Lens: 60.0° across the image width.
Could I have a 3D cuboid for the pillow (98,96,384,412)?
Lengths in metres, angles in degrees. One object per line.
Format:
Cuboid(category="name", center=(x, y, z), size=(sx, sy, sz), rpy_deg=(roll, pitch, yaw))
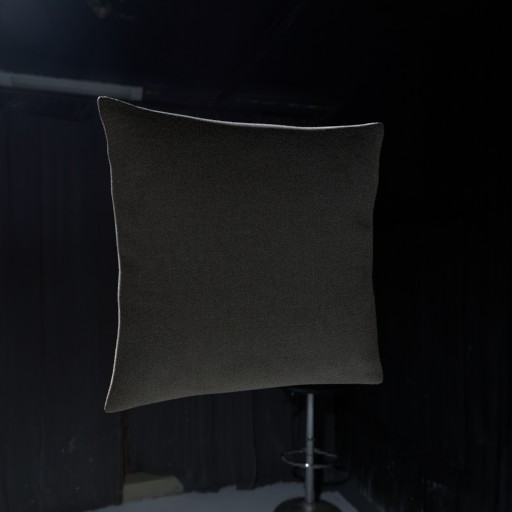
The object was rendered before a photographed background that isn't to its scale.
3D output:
Cuboid(category="pillow", center=(0.000, 0.000, 0.785), size=(0.523, 0.506, 0.166), rpy_deg=(0, 2, -17))
